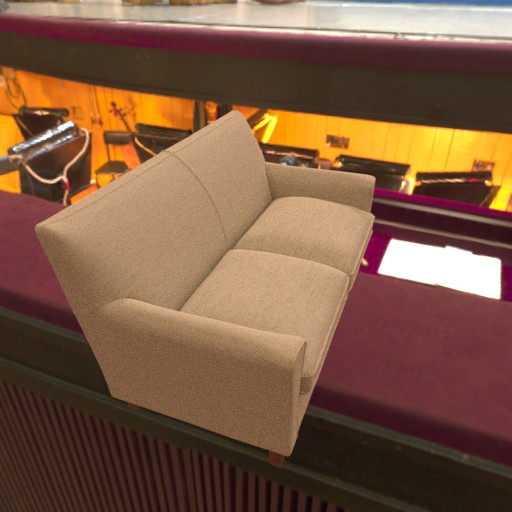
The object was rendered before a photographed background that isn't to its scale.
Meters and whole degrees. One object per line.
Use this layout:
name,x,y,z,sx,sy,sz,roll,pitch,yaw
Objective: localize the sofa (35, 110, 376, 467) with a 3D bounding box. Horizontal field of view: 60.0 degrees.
sofa,0.000,0.000,2.026,0.891,0.892,1.482,12,34,18
